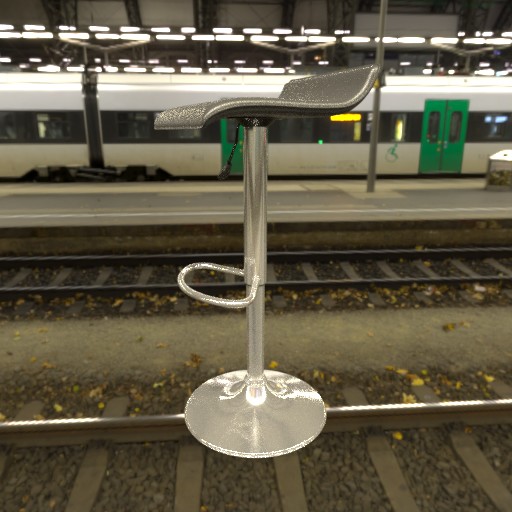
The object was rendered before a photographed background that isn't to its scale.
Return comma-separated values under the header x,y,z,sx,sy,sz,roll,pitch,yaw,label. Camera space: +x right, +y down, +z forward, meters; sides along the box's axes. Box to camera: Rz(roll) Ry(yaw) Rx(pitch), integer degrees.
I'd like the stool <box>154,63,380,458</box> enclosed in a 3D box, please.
x,y,z,sx,sy,sz,roll,pitch,yaw,label
0.000,0.000,1.079,0.381,0.851,0.381,-7,17,-24,stool
